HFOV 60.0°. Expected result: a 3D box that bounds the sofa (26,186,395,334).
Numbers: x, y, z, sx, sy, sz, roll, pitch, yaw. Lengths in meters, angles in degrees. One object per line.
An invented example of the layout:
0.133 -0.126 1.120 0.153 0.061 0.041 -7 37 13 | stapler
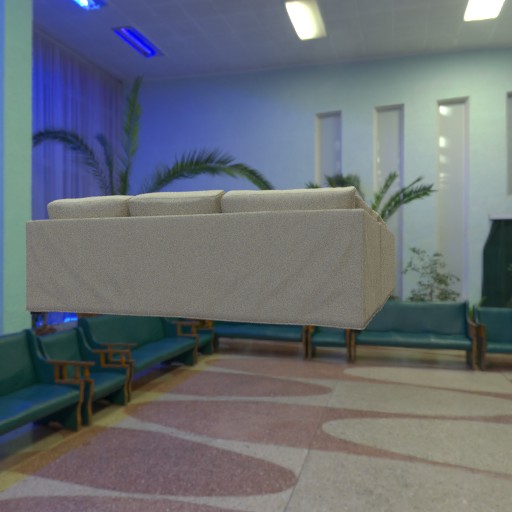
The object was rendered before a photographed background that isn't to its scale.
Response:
0.000 0.000 4.292 2.432 0.871 3.182 0 0 20 | sofa
